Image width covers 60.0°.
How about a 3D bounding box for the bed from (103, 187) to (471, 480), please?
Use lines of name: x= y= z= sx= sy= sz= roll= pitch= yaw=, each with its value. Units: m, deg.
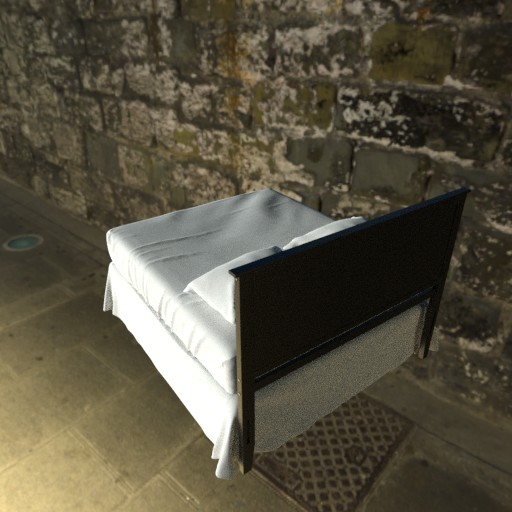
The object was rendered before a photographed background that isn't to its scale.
bed: x=0.000 y=0.000 z=3.198 sx=1.870 sy=1.270 sz=2.050 roll=-19 pitch=34 yaw=-31
